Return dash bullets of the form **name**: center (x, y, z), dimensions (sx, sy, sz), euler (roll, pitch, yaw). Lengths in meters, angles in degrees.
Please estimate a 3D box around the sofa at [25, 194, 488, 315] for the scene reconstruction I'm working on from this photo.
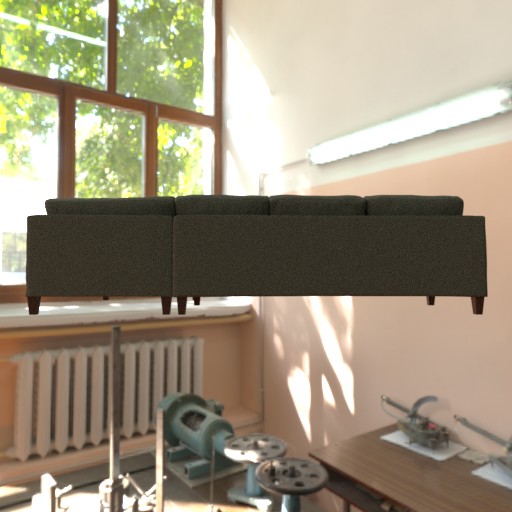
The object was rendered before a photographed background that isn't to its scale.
- **sofa**: center (0.000, 0.000, 3.845), dimensions (3.186, 0.861, 1.625), euler (0, -2, 0)
